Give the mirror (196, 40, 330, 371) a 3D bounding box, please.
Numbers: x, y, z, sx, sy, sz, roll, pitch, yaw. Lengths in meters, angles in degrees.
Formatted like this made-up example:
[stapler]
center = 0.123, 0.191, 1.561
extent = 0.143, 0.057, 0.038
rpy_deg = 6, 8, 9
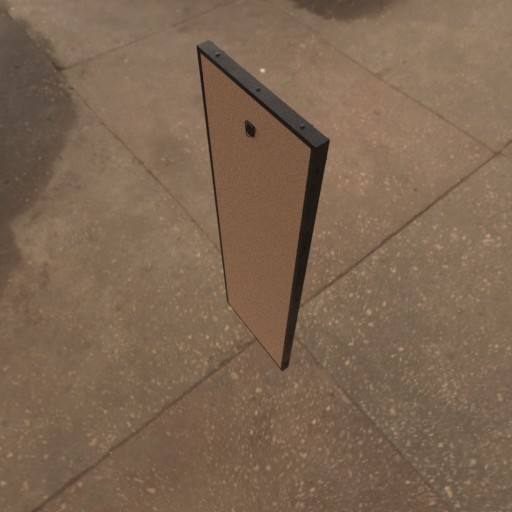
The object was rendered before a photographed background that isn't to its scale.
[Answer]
[mirror]
center = 0.000, 0.000, 1.226
extent = 0.042, 1.080, 0.354
rpy_deg = -32, 62, -19
